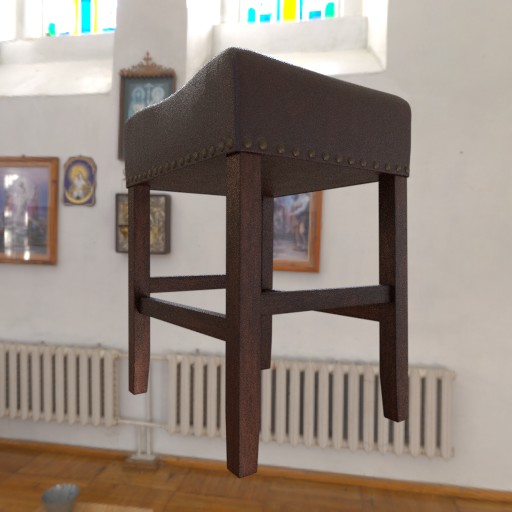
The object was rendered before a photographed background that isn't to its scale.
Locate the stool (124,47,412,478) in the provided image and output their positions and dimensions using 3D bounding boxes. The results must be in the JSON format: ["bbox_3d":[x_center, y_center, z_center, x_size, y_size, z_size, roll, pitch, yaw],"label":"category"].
[{"bbox_3d":[0.000,0.000,0.905,0.397,0.608,0.465,-1,1,-35],"label":"stool"}]
